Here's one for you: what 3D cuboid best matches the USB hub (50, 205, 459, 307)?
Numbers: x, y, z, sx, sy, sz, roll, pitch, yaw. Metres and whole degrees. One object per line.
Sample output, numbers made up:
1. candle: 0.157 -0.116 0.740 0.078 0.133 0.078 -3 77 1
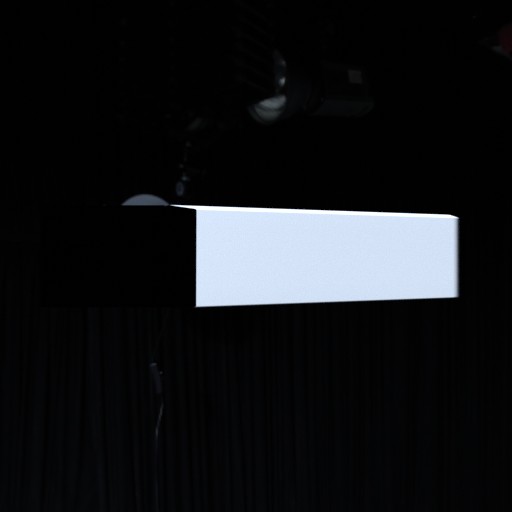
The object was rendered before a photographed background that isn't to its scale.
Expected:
1. USB hub: 0.000 0.000 0.128 0.110 0.023 0.044 0 0 -18
